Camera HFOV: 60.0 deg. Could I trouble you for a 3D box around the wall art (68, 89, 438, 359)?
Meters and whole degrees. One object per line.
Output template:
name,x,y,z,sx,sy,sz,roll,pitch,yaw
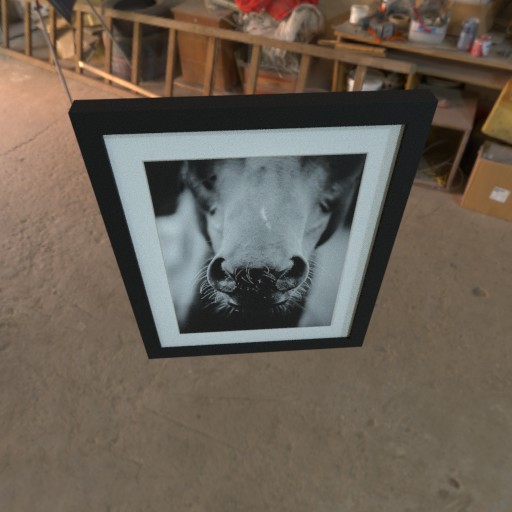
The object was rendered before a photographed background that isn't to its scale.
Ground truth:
wall art,0.000,0.000,0.545,0.329,0.404,0.024,-3,46,-3
